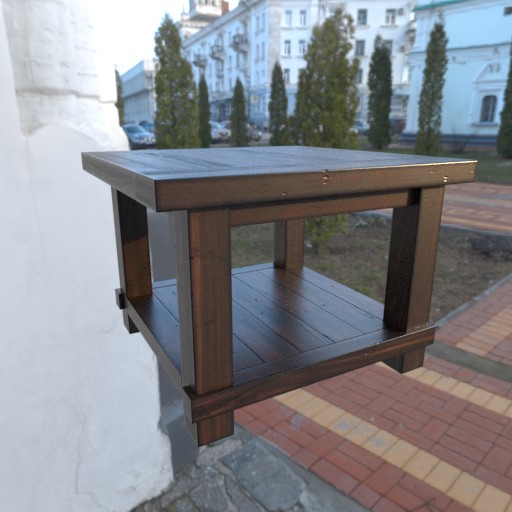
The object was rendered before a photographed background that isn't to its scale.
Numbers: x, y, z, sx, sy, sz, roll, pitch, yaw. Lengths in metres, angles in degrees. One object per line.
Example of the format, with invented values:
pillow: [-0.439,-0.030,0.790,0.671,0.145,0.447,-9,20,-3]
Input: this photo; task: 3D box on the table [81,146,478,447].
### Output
table: [0.000,0.000,0.986,0.606,0.437,0.593,-9,19,-27]
